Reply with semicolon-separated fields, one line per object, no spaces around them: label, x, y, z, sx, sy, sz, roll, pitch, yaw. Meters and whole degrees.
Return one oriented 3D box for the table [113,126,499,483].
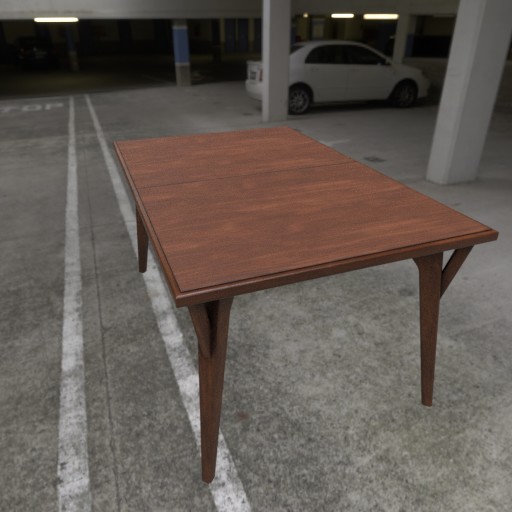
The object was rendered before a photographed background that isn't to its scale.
table;0.000;0.000;1.987;0.990;0.761;1.524;-11;30;-18
